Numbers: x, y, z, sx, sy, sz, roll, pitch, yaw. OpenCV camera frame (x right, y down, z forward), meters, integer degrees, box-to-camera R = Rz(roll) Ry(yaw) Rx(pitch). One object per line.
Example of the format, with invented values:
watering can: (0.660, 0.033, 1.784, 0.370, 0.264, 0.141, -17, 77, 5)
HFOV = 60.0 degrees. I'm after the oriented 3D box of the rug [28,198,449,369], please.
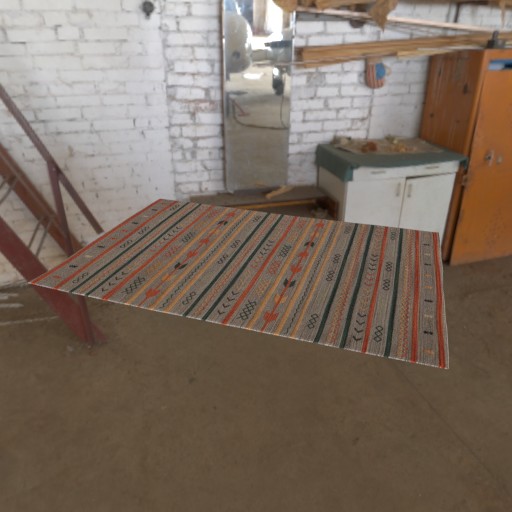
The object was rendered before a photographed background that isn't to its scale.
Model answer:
rug: (0.000, 0.000, 2.315, 1.835, 0.017, 1.220, 9, 29, 17)
